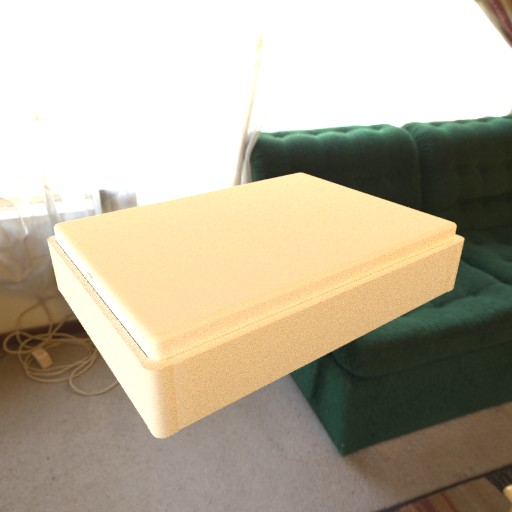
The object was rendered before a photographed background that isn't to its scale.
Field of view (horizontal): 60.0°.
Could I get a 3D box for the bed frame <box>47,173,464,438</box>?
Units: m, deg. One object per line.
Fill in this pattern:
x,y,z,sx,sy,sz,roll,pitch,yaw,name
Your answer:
0.000,0.000,2.526,1.900,0.406,1.400,-18,31,-32,bed frame
